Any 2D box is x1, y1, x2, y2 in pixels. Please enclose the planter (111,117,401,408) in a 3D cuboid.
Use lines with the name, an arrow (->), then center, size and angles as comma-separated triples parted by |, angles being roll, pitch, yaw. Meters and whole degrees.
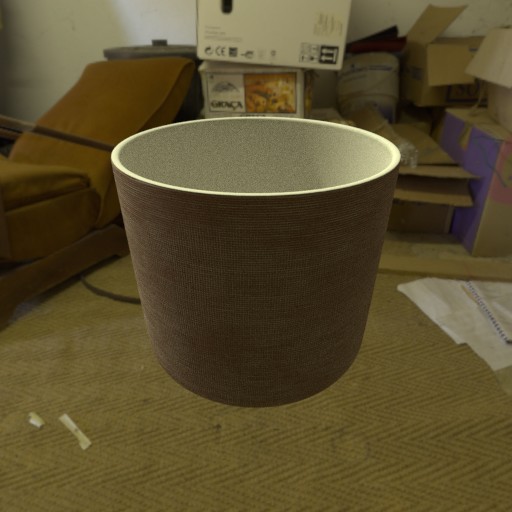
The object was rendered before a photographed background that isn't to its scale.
planter -> 0.000, 0.000, 0.794 | 0.440, 0.398, 0.440 | 0, 29, 0
